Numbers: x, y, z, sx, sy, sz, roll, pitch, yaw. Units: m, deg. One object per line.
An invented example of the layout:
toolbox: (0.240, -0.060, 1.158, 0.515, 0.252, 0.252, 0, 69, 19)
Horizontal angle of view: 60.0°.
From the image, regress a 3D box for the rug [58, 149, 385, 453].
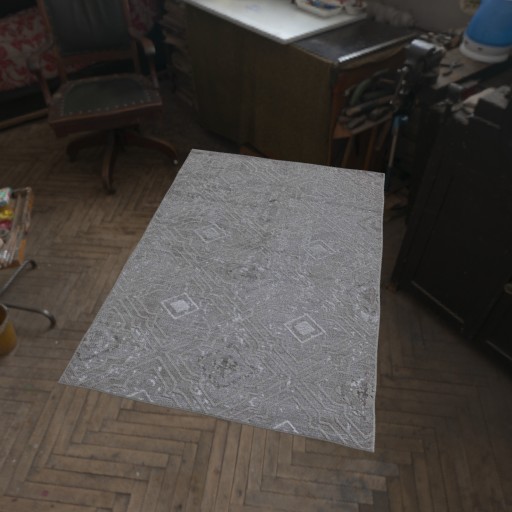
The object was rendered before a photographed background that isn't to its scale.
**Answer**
rug: (0.000, 0.000, 4.409, 2.448, 0.020, 3.359, 9, 47, 9)
